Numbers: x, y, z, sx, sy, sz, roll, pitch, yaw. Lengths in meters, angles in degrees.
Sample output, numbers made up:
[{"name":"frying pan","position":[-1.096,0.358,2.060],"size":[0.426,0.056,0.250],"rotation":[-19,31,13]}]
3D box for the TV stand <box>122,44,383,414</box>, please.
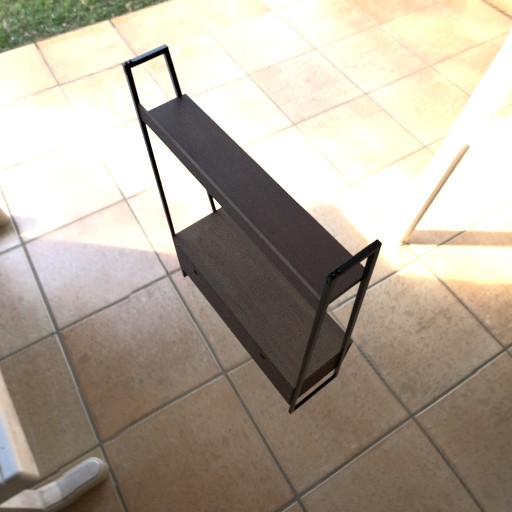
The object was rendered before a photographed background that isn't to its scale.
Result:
[{"name":"TV stand","position":[0.000,0.000,2.344],"size":[0.432,1.772,1.250],"rotation":[-33,64,-18]}]
